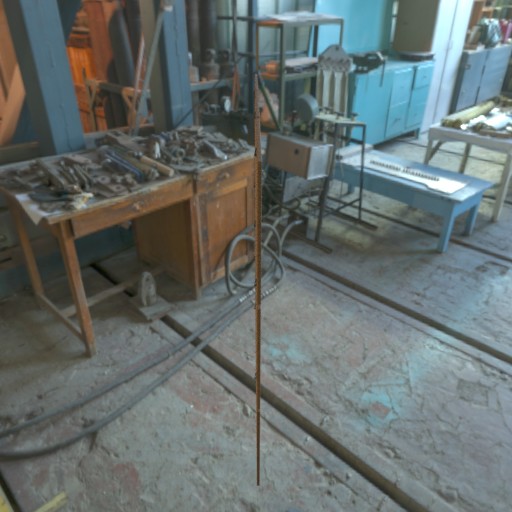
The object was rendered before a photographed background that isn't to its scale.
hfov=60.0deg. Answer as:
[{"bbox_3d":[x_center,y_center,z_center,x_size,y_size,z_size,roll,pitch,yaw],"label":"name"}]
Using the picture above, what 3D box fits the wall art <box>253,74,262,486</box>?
[{"bbox_3d":[0.000,0.000,2.279,0.023,1.522,1.526,0,31,0],"label":"wall art"}]
